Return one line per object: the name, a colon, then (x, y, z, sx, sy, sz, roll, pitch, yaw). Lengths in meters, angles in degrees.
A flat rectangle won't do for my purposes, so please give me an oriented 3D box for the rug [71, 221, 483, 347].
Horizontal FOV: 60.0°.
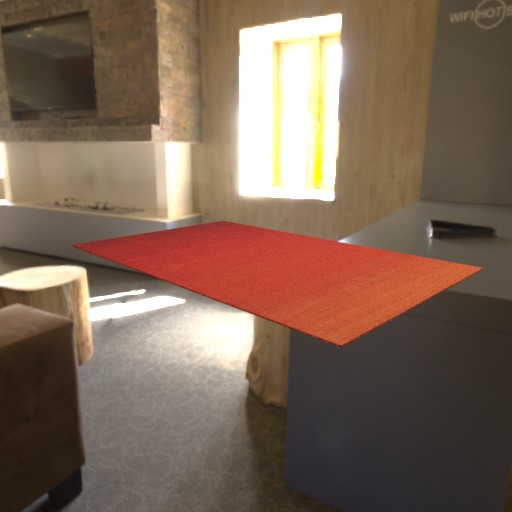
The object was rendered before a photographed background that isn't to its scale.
rug: (0.000, 0.000, 3.045, 2.442, 0.010, 1.531, 14, 20, 43)
